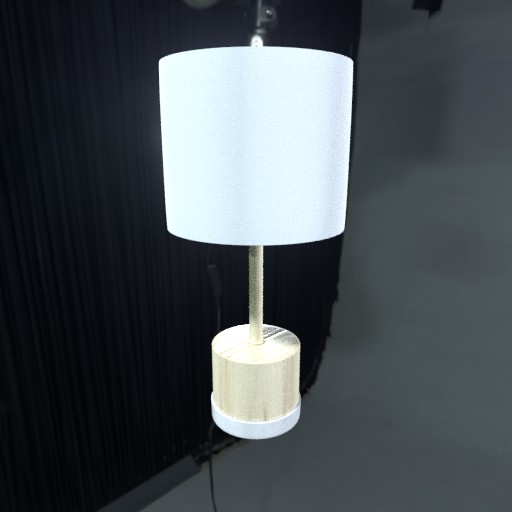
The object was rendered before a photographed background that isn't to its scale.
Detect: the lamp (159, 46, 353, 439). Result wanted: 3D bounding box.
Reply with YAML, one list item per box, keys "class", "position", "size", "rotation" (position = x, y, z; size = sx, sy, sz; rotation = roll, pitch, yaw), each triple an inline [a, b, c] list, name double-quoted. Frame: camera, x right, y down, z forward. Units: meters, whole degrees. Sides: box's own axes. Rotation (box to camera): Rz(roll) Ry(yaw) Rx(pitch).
- class: "lamp"
  position: [0.000, 0.000, 0.589]
  size: [0.229, 0.470, 0.229]
  rotation: [13, 20, 41]
